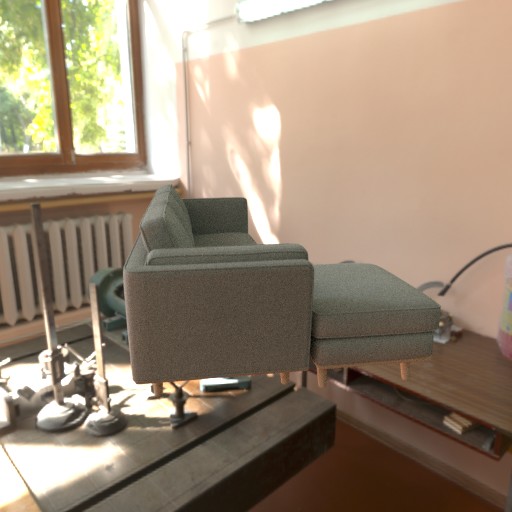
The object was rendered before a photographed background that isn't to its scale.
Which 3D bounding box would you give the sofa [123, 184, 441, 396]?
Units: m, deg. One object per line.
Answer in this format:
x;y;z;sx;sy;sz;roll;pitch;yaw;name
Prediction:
0.000;0.000;3.269;1.604;0.929;2.411;-2;14;-9;sofa
